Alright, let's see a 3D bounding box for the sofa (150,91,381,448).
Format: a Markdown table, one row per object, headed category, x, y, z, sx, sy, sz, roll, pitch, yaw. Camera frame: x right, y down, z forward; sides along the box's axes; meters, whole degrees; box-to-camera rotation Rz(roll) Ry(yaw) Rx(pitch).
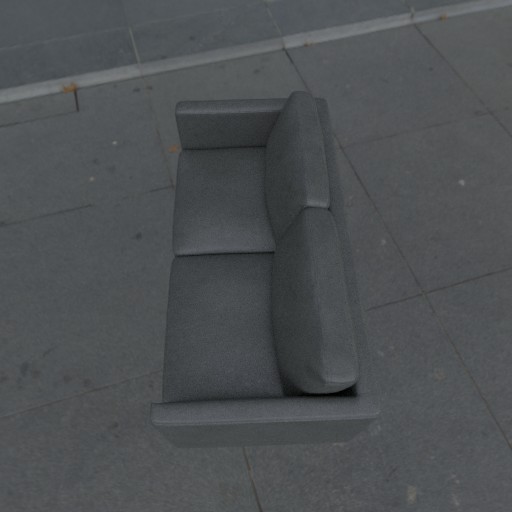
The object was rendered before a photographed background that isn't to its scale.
| category | x | y | z | sx | sy | sz | roll | pitch | yaw |
| --- | --- | --- | --- | --- | --- | --- | --- | --- | --- |
| sofa | 0.000 | 0.000 | 2.461 | 0.951 | 0.933 | 1.883 | -2 | 59 | -1 |
